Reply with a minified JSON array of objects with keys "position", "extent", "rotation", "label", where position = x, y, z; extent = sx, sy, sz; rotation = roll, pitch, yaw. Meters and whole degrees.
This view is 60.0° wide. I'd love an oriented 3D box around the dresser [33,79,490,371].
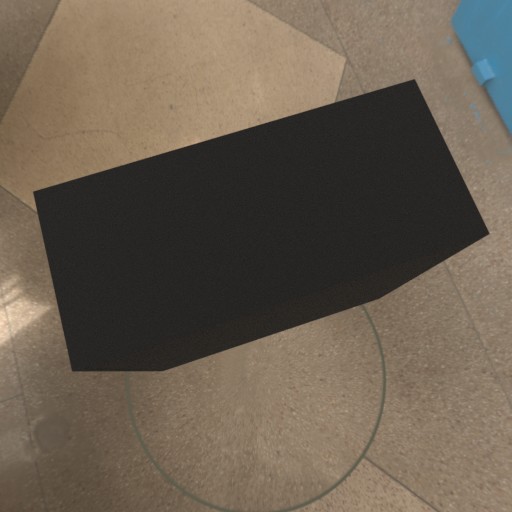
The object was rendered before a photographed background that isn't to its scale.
[{"position":[0.000,0.000,1.143],"extent":[0.750,0.720,0.360],"rotation":[-18,76,-5],"label":"dresser"}]
